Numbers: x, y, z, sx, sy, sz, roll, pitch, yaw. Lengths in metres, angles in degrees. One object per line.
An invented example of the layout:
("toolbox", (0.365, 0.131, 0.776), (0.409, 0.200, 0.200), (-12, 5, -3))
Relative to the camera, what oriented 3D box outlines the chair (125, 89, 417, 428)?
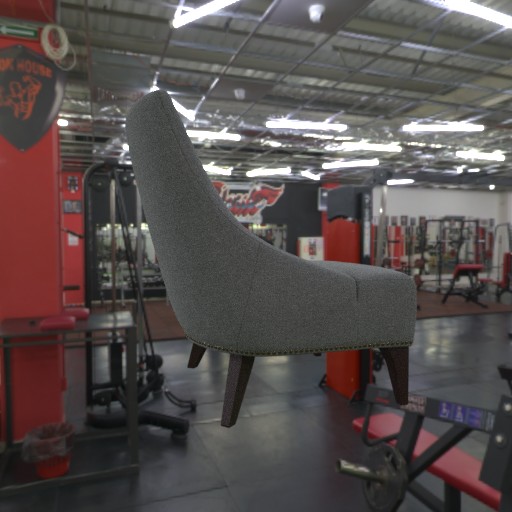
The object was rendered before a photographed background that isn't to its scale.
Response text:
("chair", (0.000, 0.000, 1.536), (0.861, 0.909, 0.701), (-1, 2, -18))
